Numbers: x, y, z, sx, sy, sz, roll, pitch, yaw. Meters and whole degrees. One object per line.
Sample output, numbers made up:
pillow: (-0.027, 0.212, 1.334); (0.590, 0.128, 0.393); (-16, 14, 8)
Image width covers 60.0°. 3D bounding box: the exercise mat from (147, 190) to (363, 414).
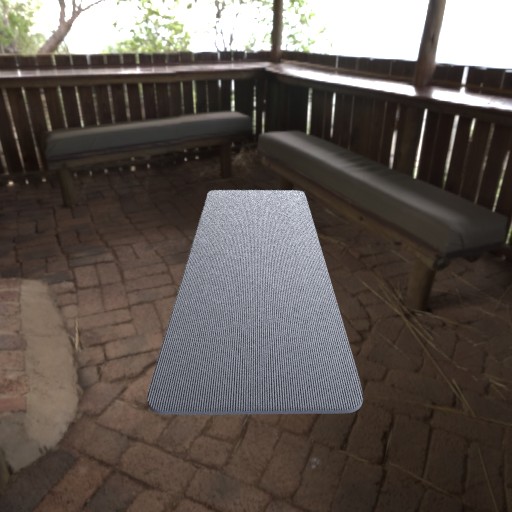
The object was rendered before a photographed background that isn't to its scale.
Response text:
exercise mat: (0.000, 0.000, 2.050); (0.616, 0.021, 1.884); (0, 27, 0)
